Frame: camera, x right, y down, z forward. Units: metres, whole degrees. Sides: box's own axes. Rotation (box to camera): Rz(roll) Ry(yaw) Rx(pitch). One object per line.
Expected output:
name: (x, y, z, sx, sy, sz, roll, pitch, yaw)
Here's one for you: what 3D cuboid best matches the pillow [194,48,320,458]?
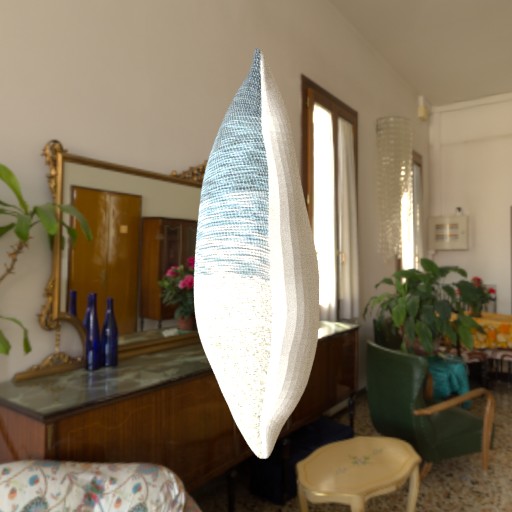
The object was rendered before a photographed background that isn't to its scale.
pillow: (0.000, 0.000, 0.674, 0.182, 0.441, 0.440, 0, -1, 0)
